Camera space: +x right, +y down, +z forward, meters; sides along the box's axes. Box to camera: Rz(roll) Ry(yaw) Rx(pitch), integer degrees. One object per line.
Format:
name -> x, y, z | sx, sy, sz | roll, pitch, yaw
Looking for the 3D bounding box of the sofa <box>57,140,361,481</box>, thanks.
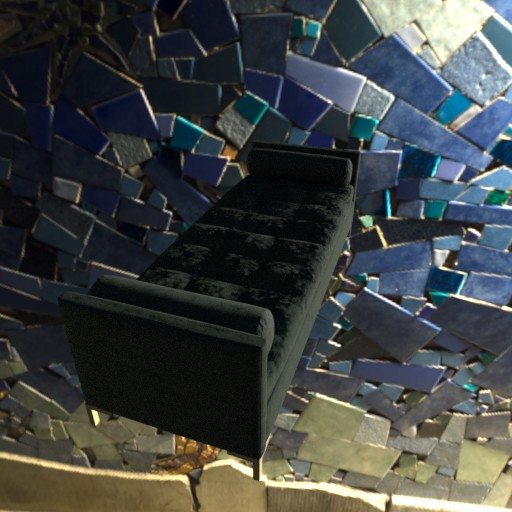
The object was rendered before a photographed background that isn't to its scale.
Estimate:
sofa -> 0.000, 0.000, 2.448 | 0.797, 0.657, 2.102 | 10, 32, 17
